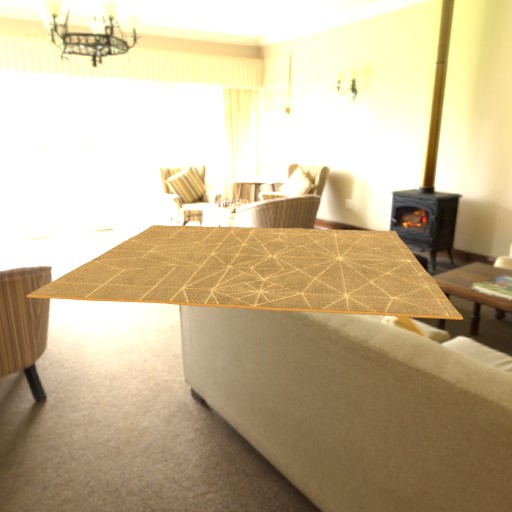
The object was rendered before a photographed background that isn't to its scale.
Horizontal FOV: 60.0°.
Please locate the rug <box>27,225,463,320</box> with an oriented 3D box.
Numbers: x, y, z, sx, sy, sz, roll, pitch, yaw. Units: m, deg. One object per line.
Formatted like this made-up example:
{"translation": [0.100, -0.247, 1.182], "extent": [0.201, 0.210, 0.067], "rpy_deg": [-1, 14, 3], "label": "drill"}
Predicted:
{"translation": [0.000, 0.000, 0.899], "extent": [0.639, 0.006, 0.548], "rpy_deg": [2, 16, 7], "label": "rug"}
